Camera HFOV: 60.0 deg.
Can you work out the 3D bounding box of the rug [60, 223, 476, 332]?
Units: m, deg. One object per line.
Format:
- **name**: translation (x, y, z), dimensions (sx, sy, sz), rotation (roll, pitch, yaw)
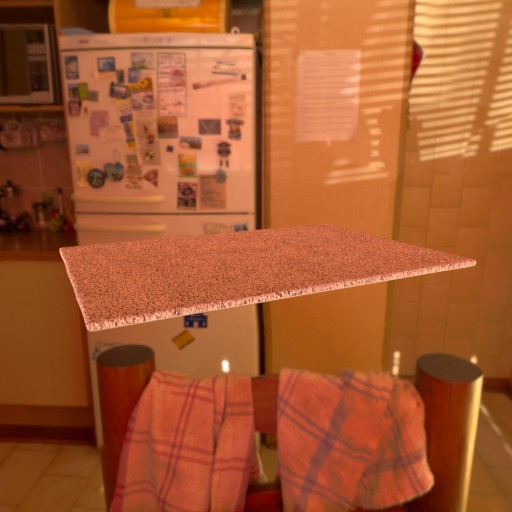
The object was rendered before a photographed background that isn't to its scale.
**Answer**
- **rug**: translation (0.000, 0.000, 2.272), dimensions (1.778, 0.030, 1.219), rotation (-7, 15, -26)
